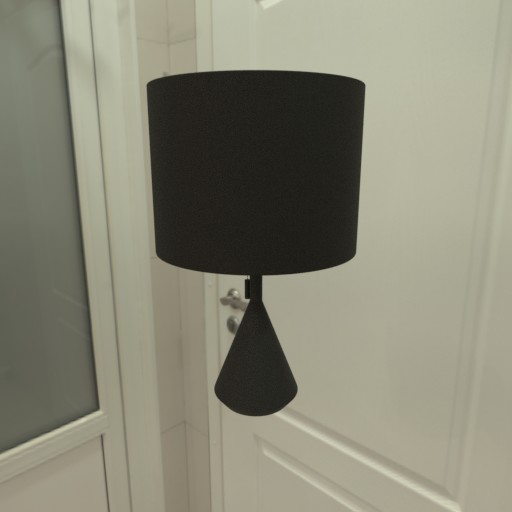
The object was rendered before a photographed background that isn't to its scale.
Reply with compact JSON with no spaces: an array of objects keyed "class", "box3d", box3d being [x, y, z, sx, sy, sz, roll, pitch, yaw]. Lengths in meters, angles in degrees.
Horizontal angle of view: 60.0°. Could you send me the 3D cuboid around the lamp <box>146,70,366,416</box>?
[{"class":"lamp","box3d":[0.000,0.000,0.816,0.359,0.584,0.359,13,19,43]}]
